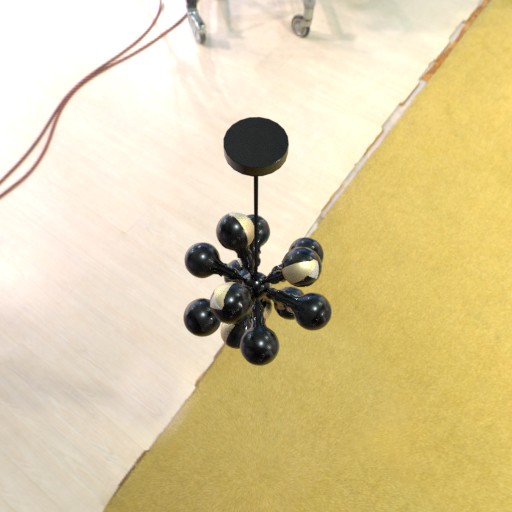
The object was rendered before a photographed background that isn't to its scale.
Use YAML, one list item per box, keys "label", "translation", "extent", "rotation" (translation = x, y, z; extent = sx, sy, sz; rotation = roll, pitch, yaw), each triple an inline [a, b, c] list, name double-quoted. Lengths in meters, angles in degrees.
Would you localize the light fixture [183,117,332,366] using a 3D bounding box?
- label: "light fixture"
  translation: [0.000, 0.000, 1.127]
  extent: [0.420, 0.859, 0.468]
  rotation: [-3, 63, -1]
